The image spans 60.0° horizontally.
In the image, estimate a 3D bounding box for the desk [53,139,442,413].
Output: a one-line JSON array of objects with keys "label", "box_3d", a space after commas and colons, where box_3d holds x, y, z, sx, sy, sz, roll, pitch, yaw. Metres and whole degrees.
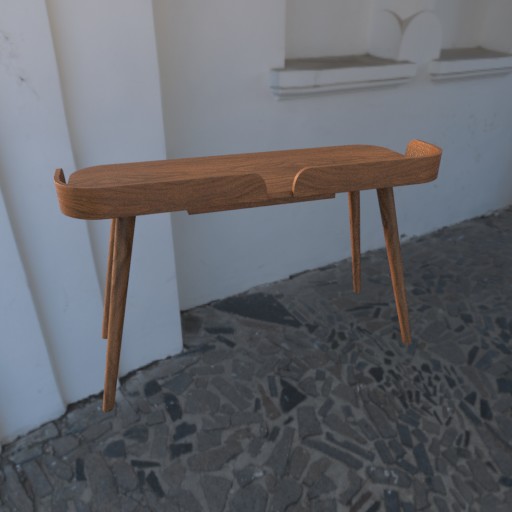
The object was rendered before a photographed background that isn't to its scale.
[{"label": "desk", "box_3d": [0.000, 0.000, 1.683, 1.256, 0.800, 0.486, -8, 29, -16]}]
